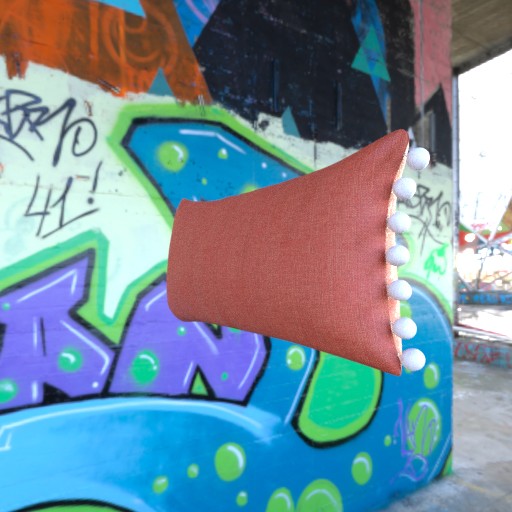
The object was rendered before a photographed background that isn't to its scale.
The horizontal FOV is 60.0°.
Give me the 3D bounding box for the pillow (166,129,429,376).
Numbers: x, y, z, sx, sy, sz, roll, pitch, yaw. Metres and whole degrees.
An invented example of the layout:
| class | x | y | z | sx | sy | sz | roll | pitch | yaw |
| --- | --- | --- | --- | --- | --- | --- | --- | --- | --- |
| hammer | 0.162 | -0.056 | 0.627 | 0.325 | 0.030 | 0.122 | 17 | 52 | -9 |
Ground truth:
| class | x | y | z | sx | sy | sz | roll | pitch | yaw |
| --- | --- | --- | --- | --- | --- | --- | --- | --- | --- |
| pillow | 0.000 | 0.000 | 0.837 | 0.201 | 0.322 | 0.709 | 1 | -1 | -35 |
